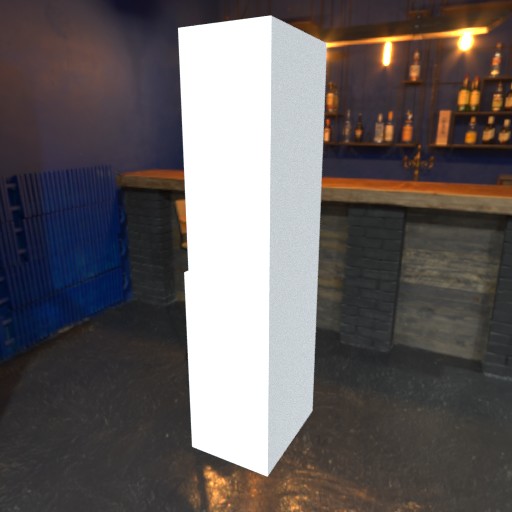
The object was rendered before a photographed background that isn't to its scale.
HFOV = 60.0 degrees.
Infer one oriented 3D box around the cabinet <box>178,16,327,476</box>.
[{"bbox_3d":[0.000,0.000,1.496,0.300,1.350,0.400,8,18,27],"label":"cabinet"}]
